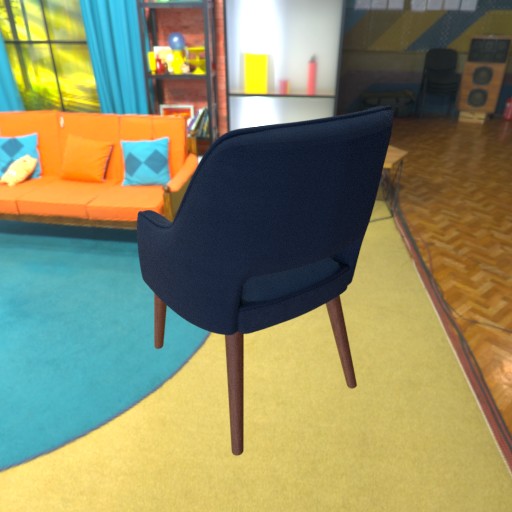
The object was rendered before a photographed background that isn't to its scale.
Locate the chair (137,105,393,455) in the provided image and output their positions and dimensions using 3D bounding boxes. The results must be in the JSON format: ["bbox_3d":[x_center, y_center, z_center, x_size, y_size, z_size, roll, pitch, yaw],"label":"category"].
[{"bbox_3d":[0.000,0.000,1.219,0.559,0.844,0.591,-18,34,-29],"label":"chair"}]
